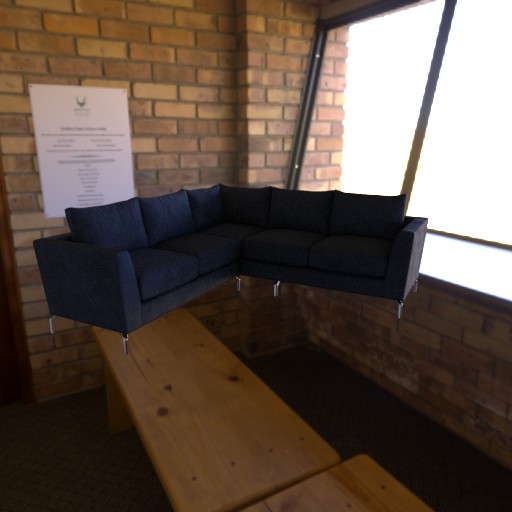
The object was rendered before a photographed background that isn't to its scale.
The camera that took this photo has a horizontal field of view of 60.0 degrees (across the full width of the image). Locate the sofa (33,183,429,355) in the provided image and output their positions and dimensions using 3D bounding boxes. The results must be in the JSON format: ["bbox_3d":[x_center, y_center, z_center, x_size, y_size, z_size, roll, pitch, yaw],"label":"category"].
[{"bbox_3d":[0.000,0.000,3.840,2.463,0.988,2.472,8,17,27],"label":"sofa"}]
